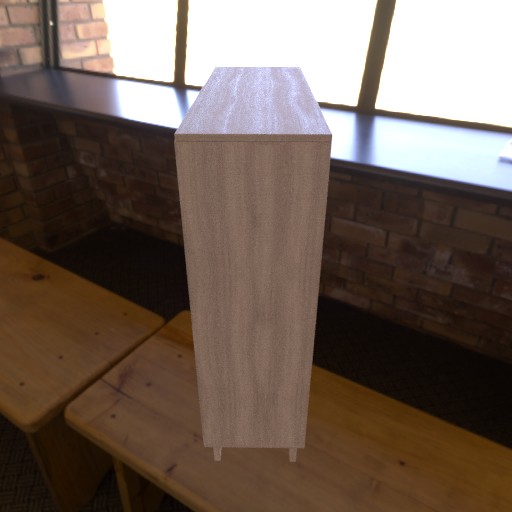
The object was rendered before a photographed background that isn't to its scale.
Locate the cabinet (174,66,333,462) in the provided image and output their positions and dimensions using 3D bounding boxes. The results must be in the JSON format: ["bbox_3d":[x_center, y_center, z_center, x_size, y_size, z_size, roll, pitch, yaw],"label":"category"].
[{"bbox_3d":[0.000,0.000,1.942,0.398,1.388,1.111,0,31,1],"label":"cabinet"}]
